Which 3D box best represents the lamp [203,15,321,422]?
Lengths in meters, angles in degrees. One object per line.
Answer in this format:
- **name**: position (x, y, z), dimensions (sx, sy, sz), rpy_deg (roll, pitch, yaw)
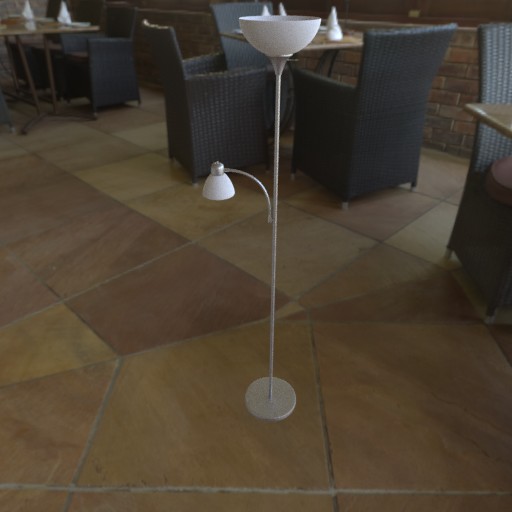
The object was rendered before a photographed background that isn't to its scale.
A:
- **lamp**: position (0.000, 0.000, 1.904), dimensions (0.425, 1.804, 0.279), rpy_deg (2, 32, 3)
